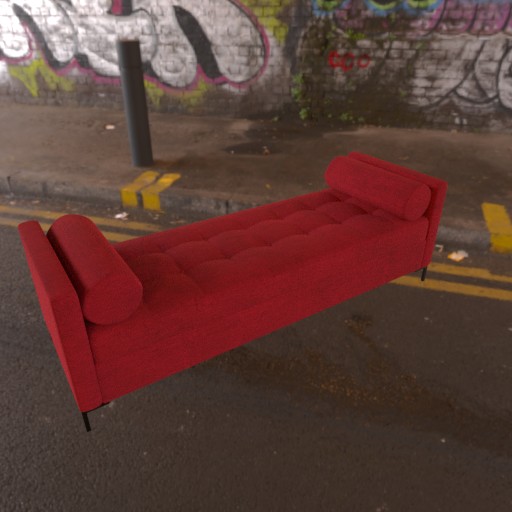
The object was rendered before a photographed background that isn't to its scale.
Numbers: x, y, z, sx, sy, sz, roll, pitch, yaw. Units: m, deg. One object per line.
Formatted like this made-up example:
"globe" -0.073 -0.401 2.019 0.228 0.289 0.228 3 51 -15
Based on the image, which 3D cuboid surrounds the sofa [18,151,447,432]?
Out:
"sofa" 0.000 0.000 2.245 1.981 0.635 0.686 -18 34 -29
